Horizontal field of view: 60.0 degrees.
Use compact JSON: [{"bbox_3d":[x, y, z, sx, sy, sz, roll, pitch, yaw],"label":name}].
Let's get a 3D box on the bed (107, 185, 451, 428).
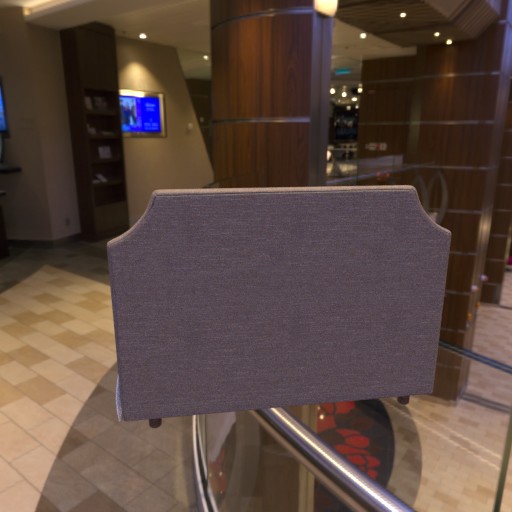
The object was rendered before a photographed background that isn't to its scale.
[{"bbox_3d":[0.000,0.000,4.201,2.350,1.590,2.773,-2,15,-8],"label":"bed"}]
